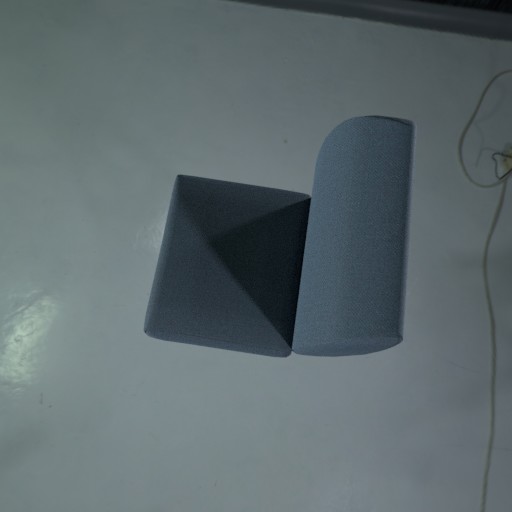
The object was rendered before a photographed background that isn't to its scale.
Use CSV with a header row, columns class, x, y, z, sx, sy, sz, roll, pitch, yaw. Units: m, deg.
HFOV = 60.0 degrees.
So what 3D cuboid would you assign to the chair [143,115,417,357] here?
class,x,y,z,sx,sy,sz,roll,pitch,yaw
chair,0.000,0.000,1.215,0.592,0.804,0.513,7,75,2
